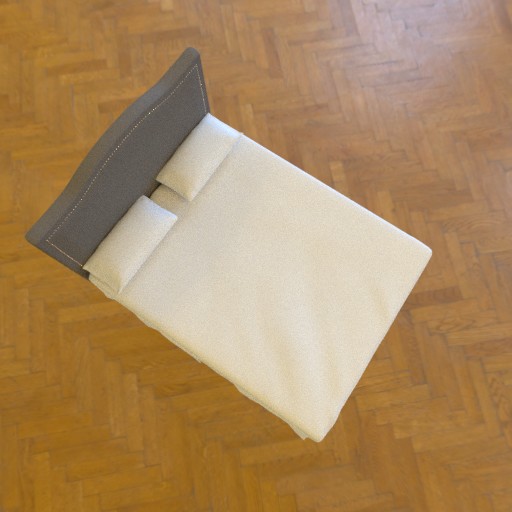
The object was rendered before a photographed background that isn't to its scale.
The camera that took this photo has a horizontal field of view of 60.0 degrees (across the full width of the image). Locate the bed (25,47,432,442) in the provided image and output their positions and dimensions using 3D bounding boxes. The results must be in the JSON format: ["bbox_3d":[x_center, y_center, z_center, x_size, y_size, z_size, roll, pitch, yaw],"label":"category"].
[{"bbox_3d":[0.000,0.000,3.316,2.282,1.436,1.821,33,77,9],"label":"bed"}]
